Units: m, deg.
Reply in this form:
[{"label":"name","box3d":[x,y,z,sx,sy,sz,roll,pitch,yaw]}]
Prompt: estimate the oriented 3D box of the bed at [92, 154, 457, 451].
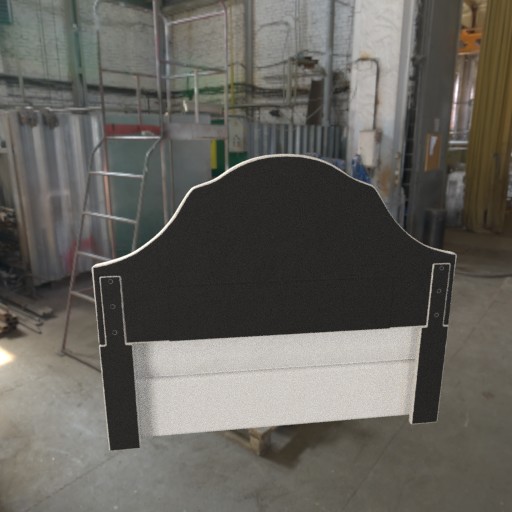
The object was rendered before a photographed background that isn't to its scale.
[{"label":"bed","box3d":[0.000,0.000,3.457,2.008,1.615,2.214,-2,15,-8]}]
